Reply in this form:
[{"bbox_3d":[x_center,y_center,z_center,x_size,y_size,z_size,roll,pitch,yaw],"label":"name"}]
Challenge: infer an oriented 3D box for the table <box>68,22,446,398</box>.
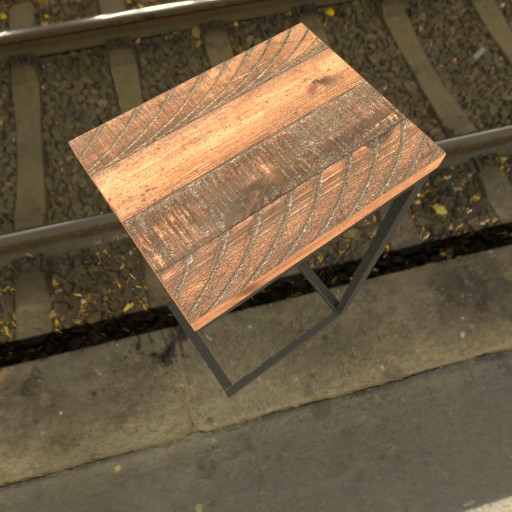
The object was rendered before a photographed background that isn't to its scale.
[{"bbox_3d":[0.000,0.000,0.936,0.414,0.718,0.323,-33,70,-14],"label":"table"}]
